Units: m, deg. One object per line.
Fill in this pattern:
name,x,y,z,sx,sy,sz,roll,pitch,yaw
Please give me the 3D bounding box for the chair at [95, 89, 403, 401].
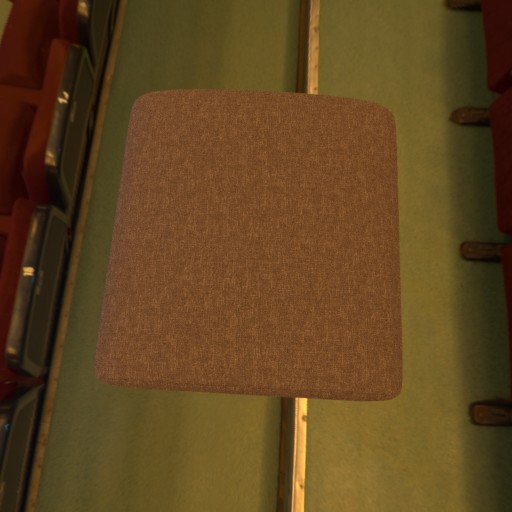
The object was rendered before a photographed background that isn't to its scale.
chair,0.000,0.000,0.889,0.530,0.410,0.530,3,75,1
